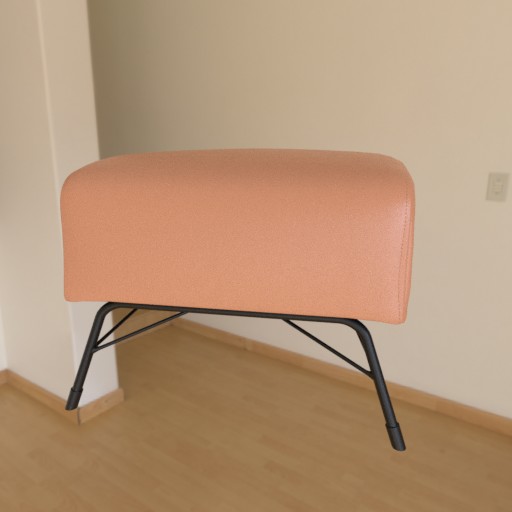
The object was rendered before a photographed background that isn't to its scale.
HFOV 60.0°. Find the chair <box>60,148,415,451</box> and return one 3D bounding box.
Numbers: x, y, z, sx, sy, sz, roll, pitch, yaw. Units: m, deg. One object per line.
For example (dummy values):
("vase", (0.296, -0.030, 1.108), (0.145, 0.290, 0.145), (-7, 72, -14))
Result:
("chair", (0.000, 0.000, 0.869), (0.530, 0.410, 0.530), (3, 14, 11))
